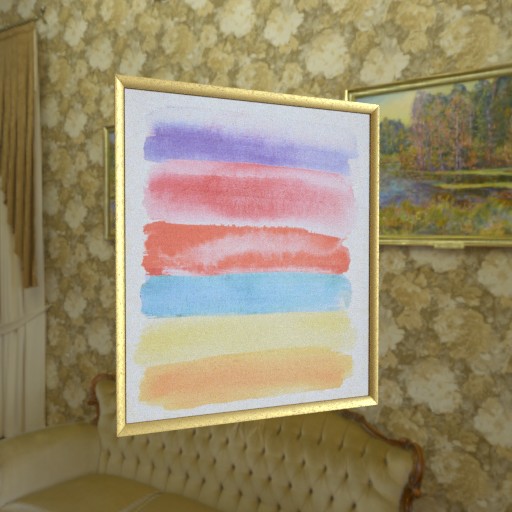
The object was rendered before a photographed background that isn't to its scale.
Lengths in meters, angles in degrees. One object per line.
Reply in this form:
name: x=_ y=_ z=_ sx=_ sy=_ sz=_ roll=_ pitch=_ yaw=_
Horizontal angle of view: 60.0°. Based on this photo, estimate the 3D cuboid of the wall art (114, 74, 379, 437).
wall art: x=0.000 y=0.000 z=0.887 sx=0.537 sy=0.642 sz=0.048 roll=0 pitch=1 yaw=-18
